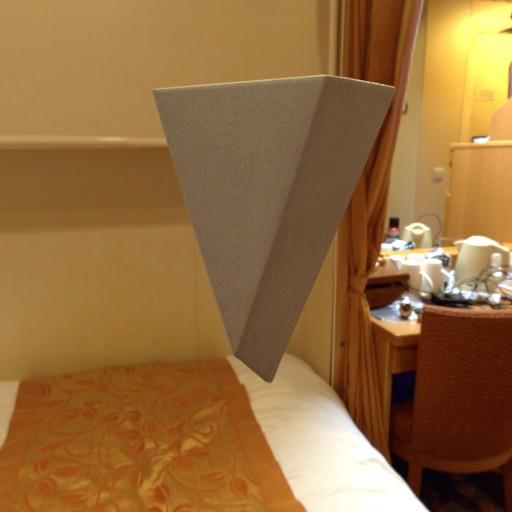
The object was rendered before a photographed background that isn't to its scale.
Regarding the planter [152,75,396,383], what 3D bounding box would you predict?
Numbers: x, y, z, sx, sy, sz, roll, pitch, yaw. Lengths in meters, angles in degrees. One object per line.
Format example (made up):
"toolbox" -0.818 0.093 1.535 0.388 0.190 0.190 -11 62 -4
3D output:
"planter" 0.000 0.000 0.278 0.150 0.197 0.060 6 14 25
